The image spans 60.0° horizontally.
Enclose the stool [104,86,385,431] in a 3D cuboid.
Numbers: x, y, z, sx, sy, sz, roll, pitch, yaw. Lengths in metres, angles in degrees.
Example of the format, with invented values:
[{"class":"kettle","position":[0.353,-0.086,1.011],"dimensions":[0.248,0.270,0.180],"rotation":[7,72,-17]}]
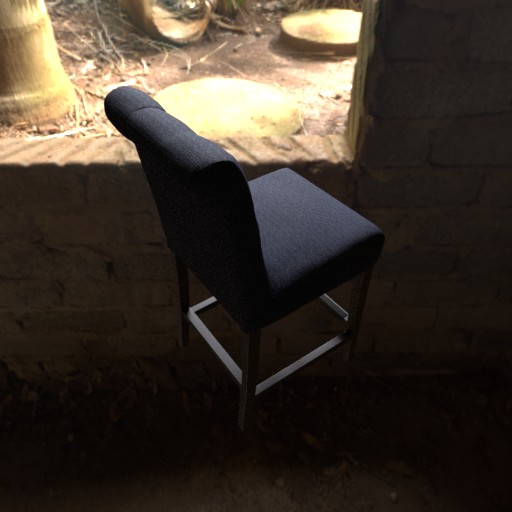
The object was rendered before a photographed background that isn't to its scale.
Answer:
[{"class":"stool","position":[0.000,0.000,1.356],"dimensions":[0.601,1.010,0.493],"rotation":[-25,47,-26]}]
